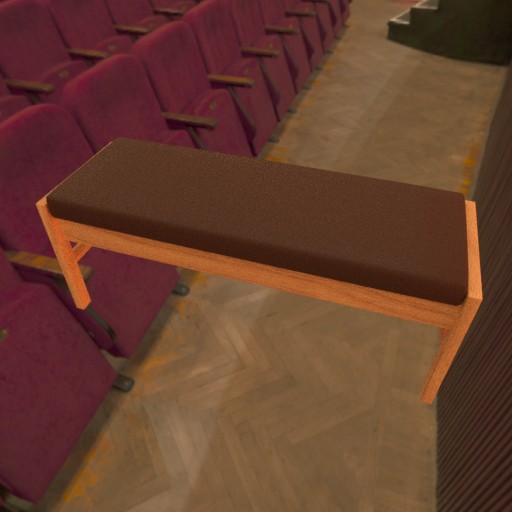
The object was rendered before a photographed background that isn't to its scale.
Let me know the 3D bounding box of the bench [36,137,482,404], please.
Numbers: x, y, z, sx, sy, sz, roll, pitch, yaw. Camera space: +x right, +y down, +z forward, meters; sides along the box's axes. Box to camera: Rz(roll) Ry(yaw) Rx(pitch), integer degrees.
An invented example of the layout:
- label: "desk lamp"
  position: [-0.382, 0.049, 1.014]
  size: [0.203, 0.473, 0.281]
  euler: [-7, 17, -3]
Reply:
- label: "bench"
  position: [0.000, 0.000, 1.411]
  size: [1.200, 0.480, 0.405]
  euler: [12, 43, 14]
